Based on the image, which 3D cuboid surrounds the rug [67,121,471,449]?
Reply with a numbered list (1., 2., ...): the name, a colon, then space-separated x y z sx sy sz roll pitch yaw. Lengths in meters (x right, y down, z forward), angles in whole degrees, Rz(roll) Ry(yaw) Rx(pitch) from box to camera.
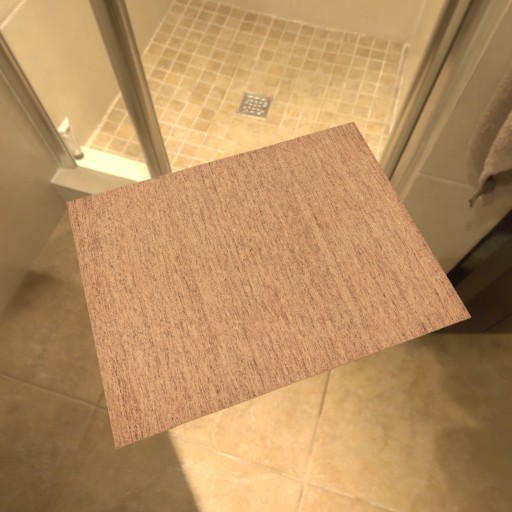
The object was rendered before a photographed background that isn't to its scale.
1. rug: 0.000 0.000 4.229 3.205 0.013 2.448 -18 65 -9
